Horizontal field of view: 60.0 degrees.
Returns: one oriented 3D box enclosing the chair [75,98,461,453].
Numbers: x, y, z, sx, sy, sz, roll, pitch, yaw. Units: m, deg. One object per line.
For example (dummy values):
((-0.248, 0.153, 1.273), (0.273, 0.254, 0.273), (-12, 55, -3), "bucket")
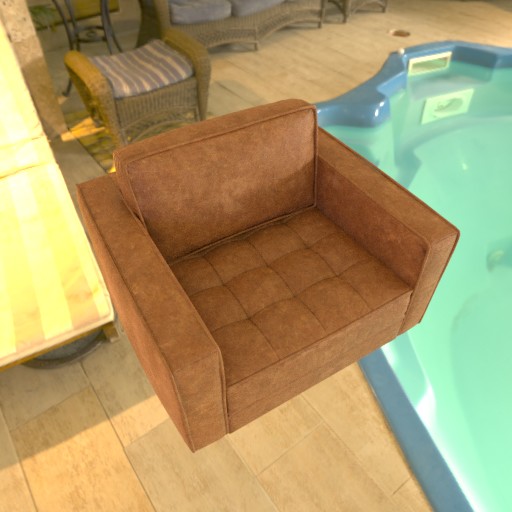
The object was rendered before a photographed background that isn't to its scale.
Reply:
((0.000, 0.000, 1.457), (0.928, 0.767, 0.798), (-23, 50, -21), "chair")
